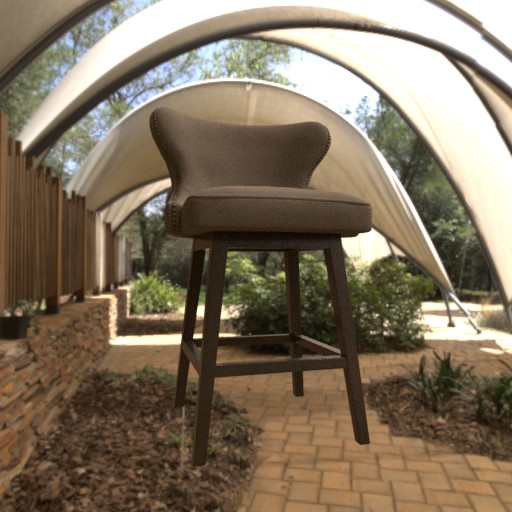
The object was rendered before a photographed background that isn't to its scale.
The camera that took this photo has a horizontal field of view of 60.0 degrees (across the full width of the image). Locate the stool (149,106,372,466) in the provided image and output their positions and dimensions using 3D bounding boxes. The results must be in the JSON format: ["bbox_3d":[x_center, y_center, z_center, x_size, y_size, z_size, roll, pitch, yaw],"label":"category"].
[{"bbox_3d":[0.000,0.000,1.333,0.615,0.972,0.597,0,-1,-16],"label":"stool"}]
